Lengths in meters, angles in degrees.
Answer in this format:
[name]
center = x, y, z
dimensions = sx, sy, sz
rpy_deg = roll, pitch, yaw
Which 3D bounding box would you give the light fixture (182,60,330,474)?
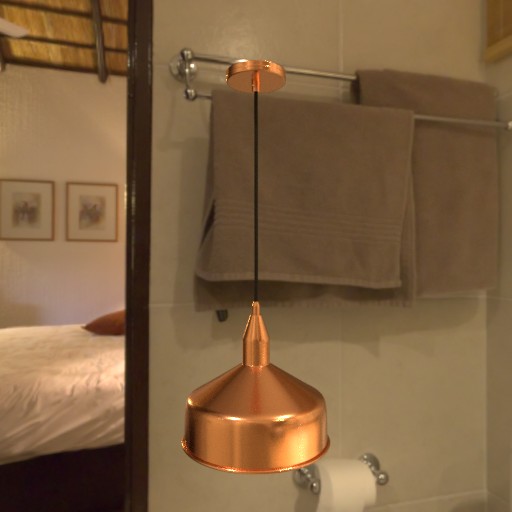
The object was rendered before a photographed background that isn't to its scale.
[light fixture]
center = 0.000, 0.000, 0.912
dimensions = 0.301, 0.754, 0.301
rpy_deg = 0, -1, 37
